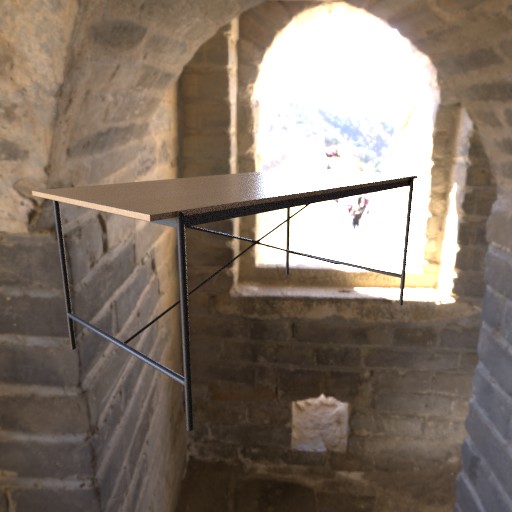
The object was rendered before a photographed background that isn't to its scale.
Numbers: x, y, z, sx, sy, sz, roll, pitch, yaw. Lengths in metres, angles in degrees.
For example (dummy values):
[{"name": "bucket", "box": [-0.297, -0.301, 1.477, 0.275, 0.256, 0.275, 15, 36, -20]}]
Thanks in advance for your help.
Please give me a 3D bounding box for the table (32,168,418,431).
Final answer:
[{"name": "table", "box": [0.000, 0.000, 2.284, 0.900, 0.758, 1.800, 14, 20, 41]}]
